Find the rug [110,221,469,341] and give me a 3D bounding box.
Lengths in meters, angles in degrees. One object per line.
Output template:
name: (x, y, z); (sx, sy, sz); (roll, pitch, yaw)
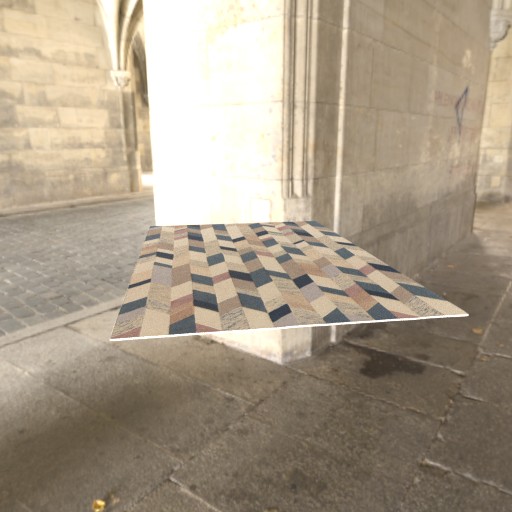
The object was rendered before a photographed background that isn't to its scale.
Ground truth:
rug: (0.000, 0.000, 2.302); (1.202, 0.006, 1.813); (-2, 15, -9)
